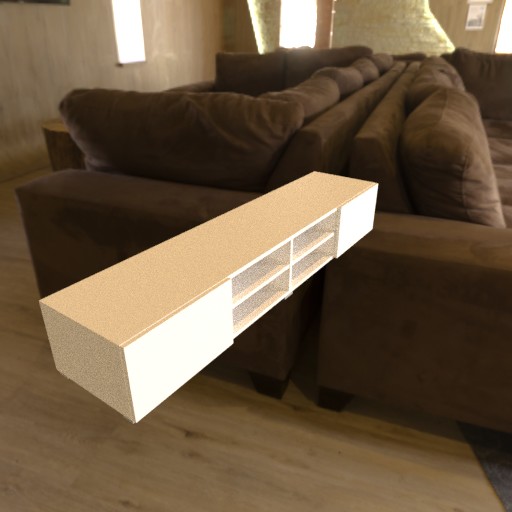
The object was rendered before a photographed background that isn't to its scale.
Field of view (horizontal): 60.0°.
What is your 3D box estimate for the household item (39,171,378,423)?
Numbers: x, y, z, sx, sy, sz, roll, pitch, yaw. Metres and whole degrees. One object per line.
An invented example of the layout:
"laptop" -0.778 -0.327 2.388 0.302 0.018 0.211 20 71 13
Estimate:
"household item" 0.000 0.000 2.079 0.420 0.310 1.850 18 32 31
